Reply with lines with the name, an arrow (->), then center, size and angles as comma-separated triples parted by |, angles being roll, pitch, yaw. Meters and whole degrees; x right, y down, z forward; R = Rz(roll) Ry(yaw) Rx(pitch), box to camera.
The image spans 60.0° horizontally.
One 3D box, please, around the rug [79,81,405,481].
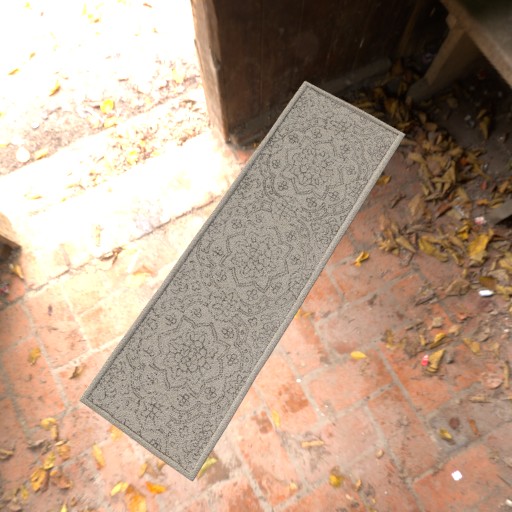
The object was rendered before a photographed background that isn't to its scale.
rug -> 0.000, 0.000, 2.670 | 0.769, 0.012, 2.448 | 31, 77, 8
